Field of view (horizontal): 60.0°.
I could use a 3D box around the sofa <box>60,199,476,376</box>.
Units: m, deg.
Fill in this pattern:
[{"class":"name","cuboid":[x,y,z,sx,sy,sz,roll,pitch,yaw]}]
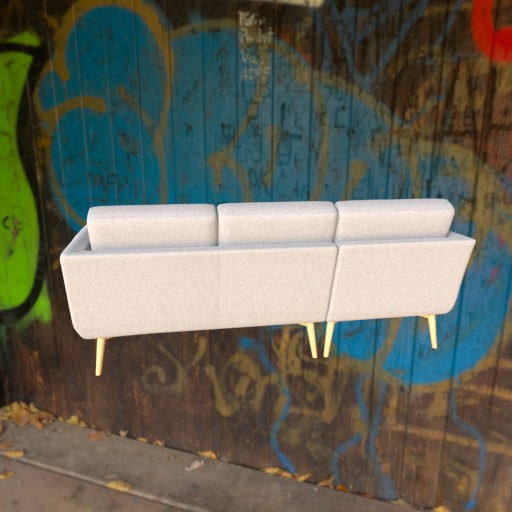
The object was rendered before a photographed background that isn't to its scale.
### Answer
[{"class":"sofa","cuboid":[0.000,0.000,2.834,2.040,0.860,1.530,-2,15,-9]}]
